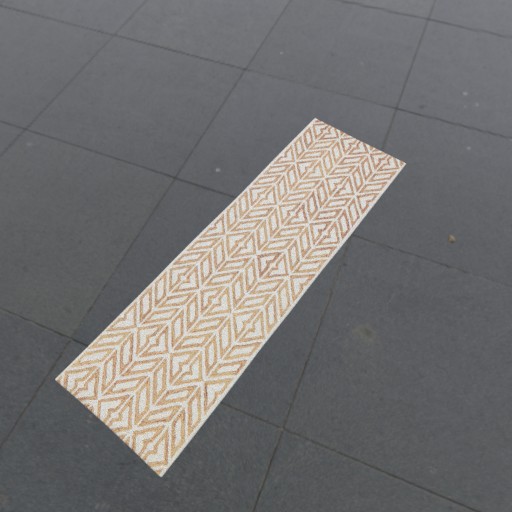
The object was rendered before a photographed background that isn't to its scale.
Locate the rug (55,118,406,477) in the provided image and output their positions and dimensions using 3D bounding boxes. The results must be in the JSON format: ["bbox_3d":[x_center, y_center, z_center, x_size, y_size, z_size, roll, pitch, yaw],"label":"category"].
[{"bbox_3d":[0.000,0.000,2.664,0.750,0.009,2.435,33,64,18],"label":"rug"}]
